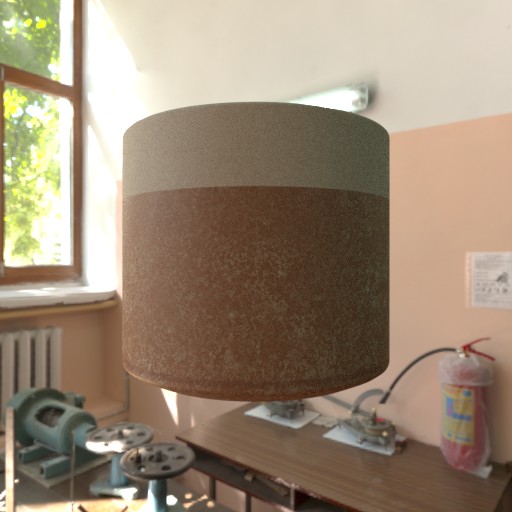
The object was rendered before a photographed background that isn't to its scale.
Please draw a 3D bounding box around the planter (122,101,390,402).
[{"bbox_3d":[0.000,0.000,0.275,0.159,0.138,0.159,0,0,0],"label":"planter"}]
